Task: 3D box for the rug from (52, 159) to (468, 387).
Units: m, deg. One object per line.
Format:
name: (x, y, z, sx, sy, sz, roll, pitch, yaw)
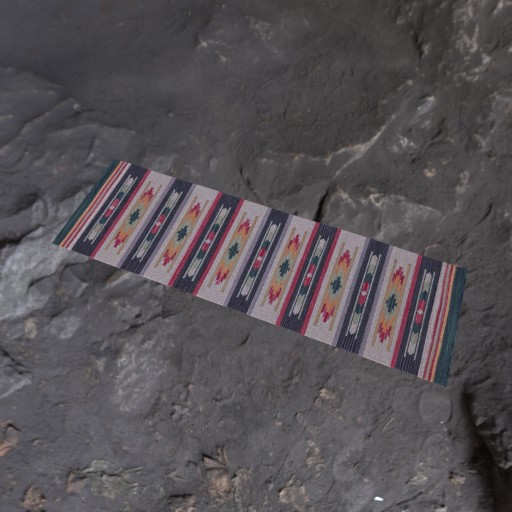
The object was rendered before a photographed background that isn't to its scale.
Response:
rug: (0.000, 0.000, 2.715, 2.440, 0.009, 0.760, 19, 61, 11)
